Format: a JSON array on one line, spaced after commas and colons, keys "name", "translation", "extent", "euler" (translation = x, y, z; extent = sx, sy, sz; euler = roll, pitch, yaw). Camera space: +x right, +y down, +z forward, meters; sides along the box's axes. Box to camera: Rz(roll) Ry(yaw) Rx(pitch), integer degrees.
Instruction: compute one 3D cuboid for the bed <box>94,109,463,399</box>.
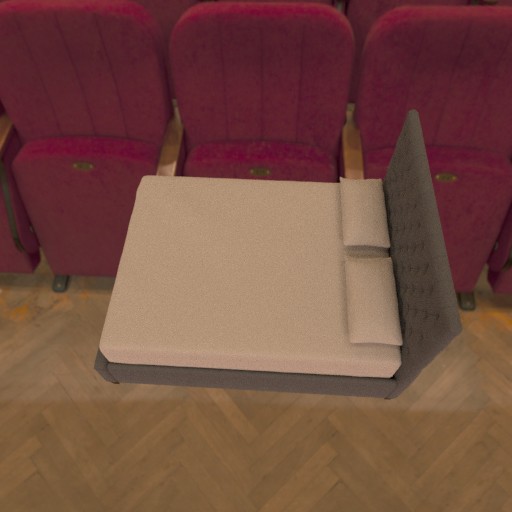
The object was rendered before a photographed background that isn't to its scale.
[{"name": "bed", "translation": [0.000, 0.000, 3.312], "extent": [2.231, 1.427, 1.698], "euler": [3, 58, 2]}]
